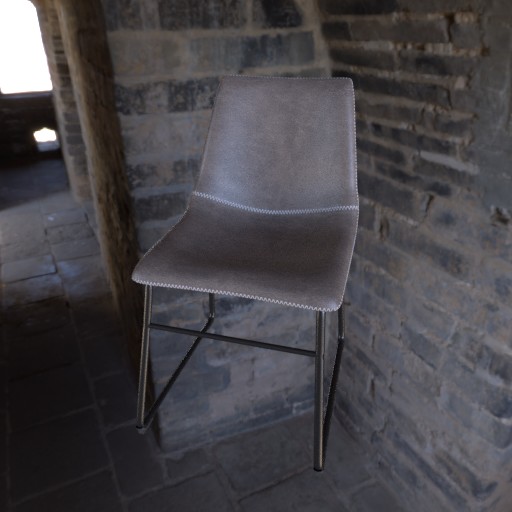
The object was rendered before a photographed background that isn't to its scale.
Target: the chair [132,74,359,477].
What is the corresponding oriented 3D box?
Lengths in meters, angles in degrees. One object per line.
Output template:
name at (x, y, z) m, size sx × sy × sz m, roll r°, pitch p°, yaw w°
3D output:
chair at (0.000, 0.000, 1.085) m, size 0.460 × 0.780 × 0.550 m, roll 7°, pitch 28°, yaw 14°
